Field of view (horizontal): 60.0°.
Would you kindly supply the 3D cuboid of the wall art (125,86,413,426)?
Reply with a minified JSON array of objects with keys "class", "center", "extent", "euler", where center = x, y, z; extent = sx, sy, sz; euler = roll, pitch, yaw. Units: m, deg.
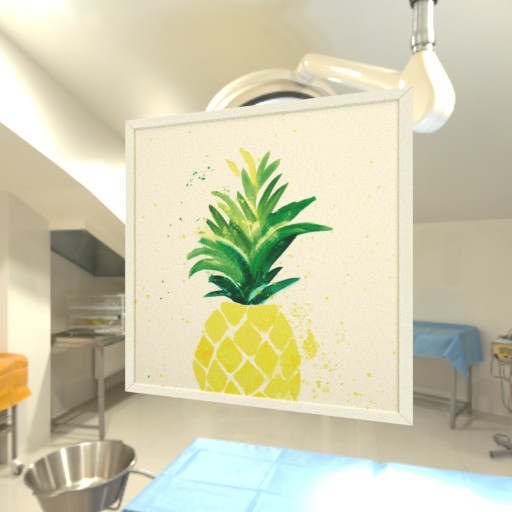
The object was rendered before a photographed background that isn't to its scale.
[{"class":"wall art","center":[0.000,0.000,0.461],"extent":[0.307,0.307,0.020],"euler":[0,0,19]}]
